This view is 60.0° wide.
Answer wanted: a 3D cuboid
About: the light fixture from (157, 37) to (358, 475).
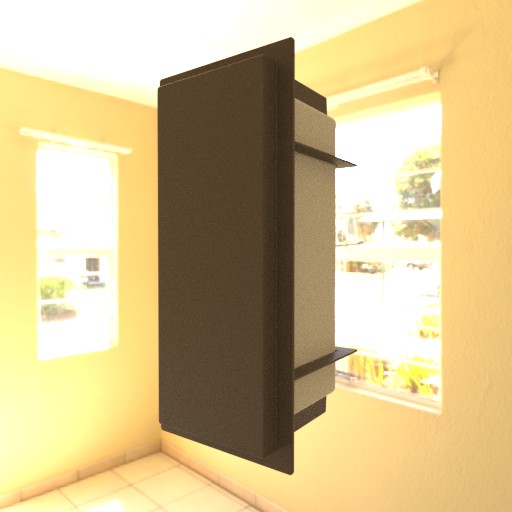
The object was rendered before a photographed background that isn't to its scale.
[{"bbox_3d":[0.000,0.000,0.439,0.153,0.347,0.146,1,1,36],"label":"light fixture"}]
